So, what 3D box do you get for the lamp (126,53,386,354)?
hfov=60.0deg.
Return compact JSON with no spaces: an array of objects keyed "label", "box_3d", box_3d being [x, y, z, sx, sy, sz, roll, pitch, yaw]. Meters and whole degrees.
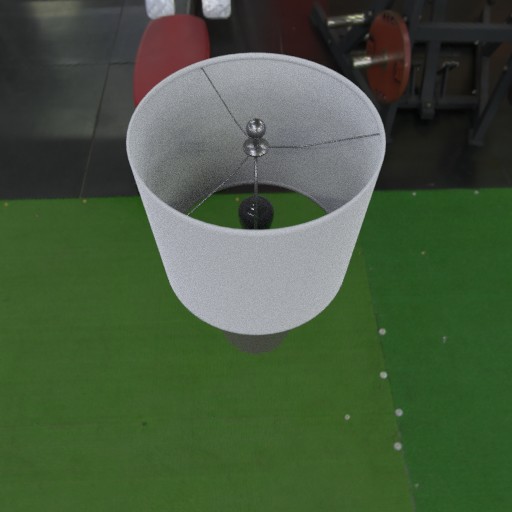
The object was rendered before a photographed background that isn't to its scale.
[{"label":"lamp","box_3d":[0.000,0.000,0.508,0.203,0.389,0.203,0,57,0]}]
